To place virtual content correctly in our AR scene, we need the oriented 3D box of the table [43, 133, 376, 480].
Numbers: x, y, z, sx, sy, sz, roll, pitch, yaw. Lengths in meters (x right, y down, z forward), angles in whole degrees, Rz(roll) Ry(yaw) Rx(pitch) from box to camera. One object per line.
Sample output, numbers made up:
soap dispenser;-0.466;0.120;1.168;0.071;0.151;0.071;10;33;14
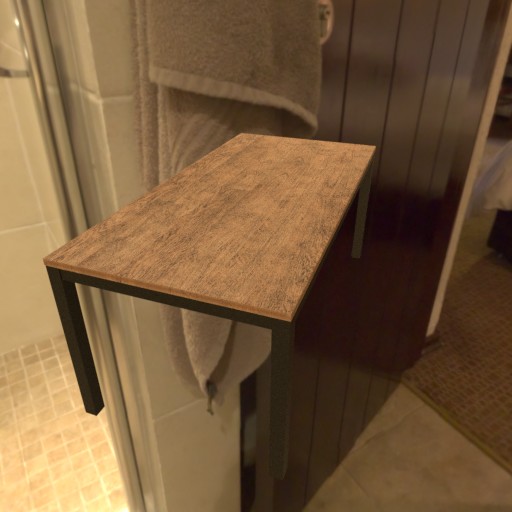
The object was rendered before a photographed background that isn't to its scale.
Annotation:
table;0.000;0.000;2.315;0.893;0.767;1.805;11;31;18
